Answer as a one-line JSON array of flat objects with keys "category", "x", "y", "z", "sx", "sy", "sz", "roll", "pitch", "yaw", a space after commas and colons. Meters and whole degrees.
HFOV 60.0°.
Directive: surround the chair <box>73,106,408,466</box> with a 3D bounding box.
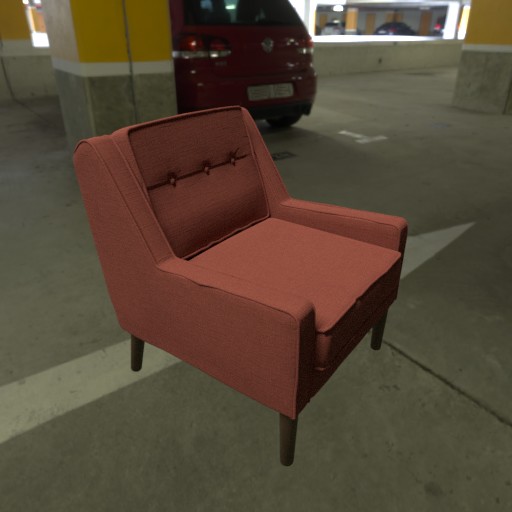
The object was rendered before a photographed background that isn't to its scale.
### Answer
[{"category": "chair", "x": 0.000, "y": 0.000, "z": 1.387, "sx": 0.770, "sy": 0.812, "sz": 0.680, "roll": 19, "pitch": 33, "yaw": 32}]
